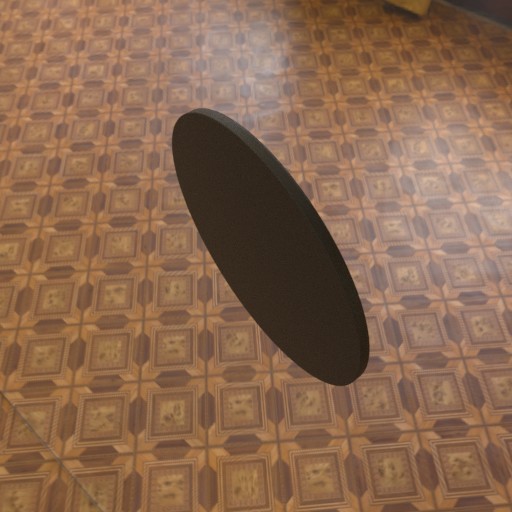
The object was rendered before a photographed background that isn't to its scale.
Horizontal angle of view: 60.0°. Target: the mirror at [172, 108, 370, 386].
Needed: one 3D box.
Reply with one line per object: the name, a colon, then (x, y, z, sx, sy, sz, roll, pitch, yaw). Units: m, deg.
mirror: (0.000, 0.000, 1.595, 0.036, 1.077, 1.077, -32, 64, -18)
